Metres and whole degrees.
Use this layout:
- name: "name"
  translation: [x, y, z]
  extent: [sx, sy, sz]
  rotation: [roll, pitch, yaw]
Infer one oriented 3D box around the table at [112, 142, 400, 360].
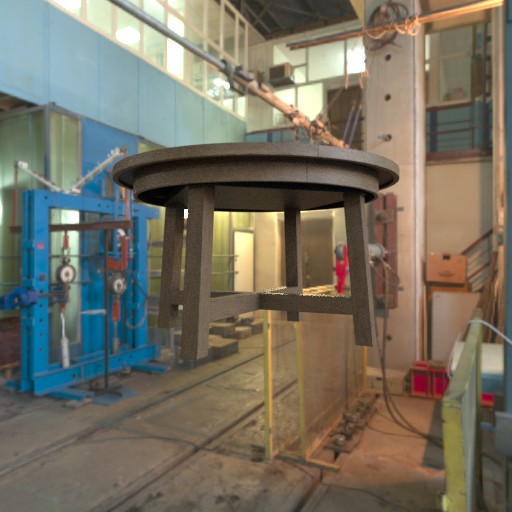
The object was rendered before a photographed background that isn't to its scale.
- name: "table"
  translation: [0.000, 0.000, 2.142]
  extent: [1.319, 0.762, 1.319]
  rotation: [0, 0, 0]
